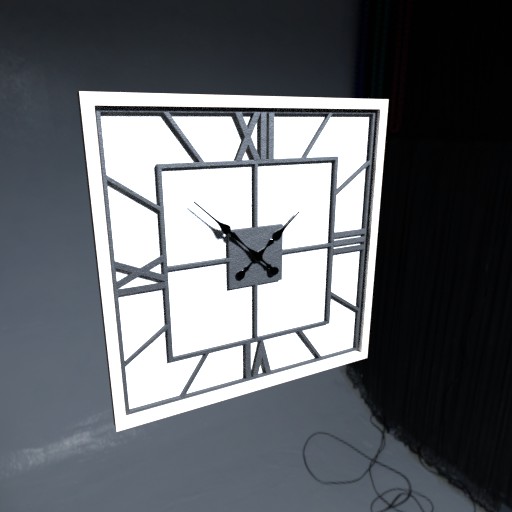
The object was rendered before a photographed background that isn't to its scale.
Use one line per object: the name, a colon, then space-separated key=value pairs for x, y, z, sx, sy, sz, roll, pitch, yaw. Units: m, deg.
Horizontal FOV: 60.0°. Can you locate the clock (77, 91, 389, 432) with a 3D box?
clock: x=0.000 y=0.000 z=1.039 sx=0.705 sy=0.705 sz=0.032 roll=-8 pitch=19 yaw=-26
